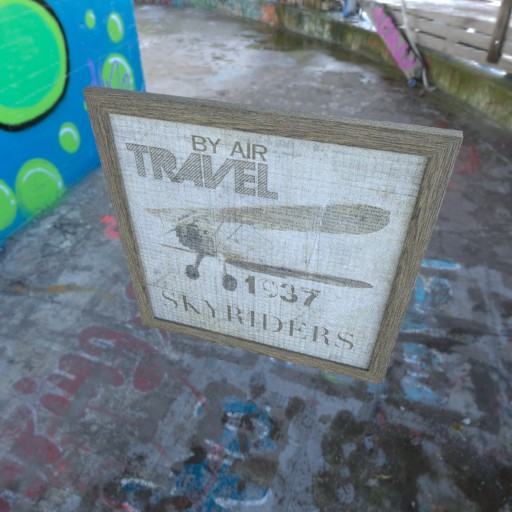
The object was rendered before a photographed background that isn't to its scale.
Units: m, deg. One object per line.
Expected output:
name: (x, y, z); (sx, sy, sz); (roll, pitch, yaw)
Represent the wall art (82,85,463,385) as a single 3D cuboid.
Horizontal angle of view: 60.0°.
wall art: (0.000, 0.000, 0.743); (0.508, 0.508, 0.019); (11, 42, 13)
